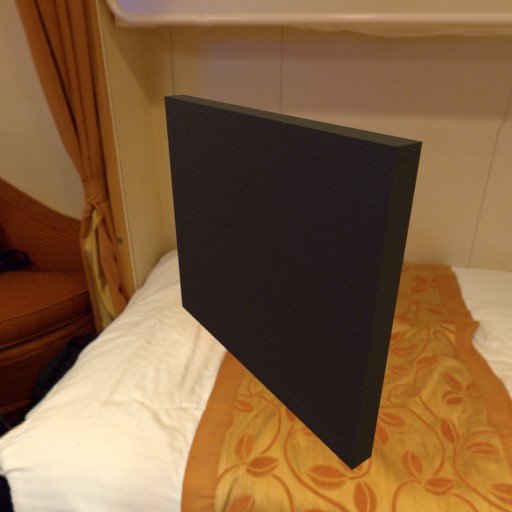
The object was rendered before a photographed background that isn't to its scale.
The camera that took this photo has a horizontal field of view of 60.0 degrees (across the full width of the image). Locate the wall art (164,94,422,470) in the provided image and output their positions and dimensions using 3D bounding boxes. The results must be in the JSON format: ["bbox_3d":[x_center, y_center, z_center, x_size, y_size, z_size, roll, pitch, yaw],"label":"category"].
[{"bbox_3d":[0.000,0.000,0.529,0.029,0.330,0.381,-17,31,-31],"label":"wall art"}]
